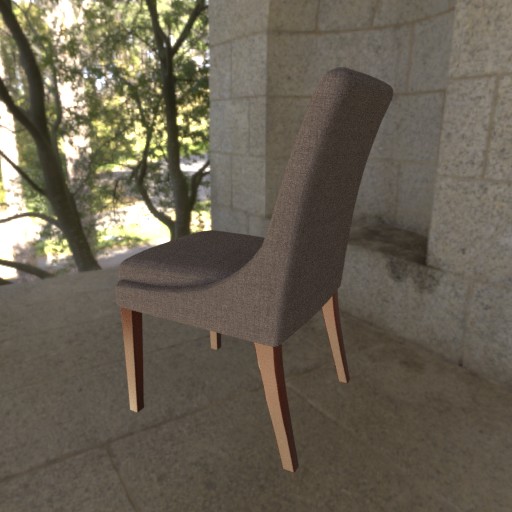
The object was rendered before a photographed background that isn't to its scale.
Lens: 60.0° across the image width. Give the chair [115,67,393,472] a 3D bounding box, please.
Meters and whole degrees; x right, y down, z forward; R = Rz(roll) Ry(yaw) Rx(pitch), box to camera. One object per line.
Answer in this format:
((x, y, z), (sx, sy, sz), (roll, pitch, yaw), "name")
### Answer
((0.000, 0.000, 1.302), (0.655, 0.952, 0.508), (8, 18, 27), "chair")
